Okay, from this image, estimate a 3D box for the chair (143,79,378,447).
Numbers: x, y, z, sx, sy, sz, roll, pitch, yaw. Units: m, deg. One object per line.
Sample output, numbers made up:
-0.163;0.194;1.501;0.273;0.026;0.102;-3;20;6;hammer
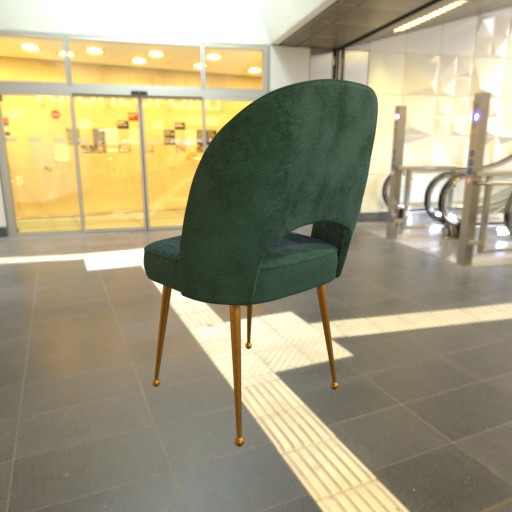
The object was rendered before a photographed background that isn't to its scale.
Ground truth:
0.000;0.000;1.236;0.527;0.860;0.577;-13;18;-42;chair
